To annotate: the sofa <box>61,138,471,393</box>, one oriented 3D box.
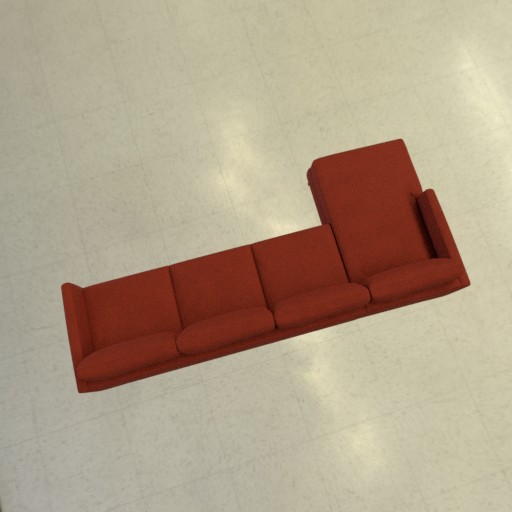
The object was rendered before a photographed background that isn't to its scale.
[{"bbox_3d":[0.000,0.000,2.919,2.467,0.663,1.136,-15,76,-4],"label":"sofa"}]
